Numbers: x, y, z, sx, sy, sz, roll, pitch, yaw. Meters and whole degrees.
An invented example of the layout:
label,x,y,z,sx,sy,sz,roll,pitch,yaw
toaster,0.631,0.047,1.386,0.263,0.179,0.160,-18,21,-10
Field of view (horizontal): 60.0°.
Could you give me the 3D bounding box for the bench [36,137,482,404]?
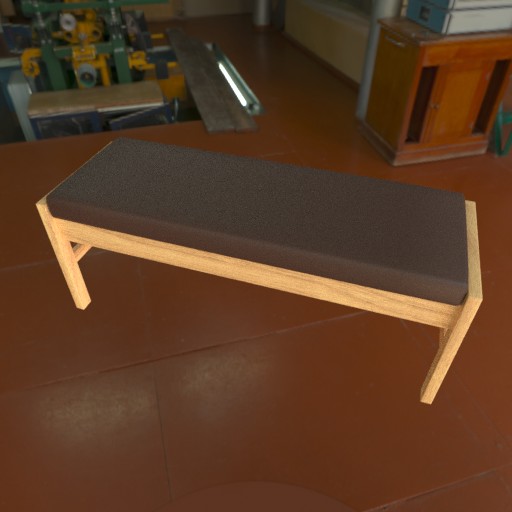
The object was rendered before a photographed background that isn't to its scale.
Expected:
label,x,y,z,sx,sy,sz,roll,pitch,yaw
bench,0.000,0.000,1.411,1.200,0.480,0.405,12,43,14
